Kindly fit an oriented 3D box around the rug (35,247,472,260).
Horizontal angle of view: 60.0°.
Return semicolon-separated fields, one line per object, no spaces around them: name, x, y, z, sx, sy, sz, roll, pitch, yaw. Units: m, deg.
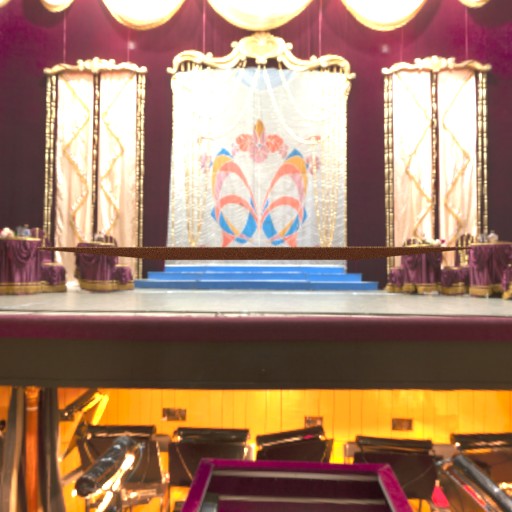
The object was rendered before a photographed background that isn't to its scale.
rug;0.000;0.000;3.945;2.439;0.013;3.048;0;-2;1
